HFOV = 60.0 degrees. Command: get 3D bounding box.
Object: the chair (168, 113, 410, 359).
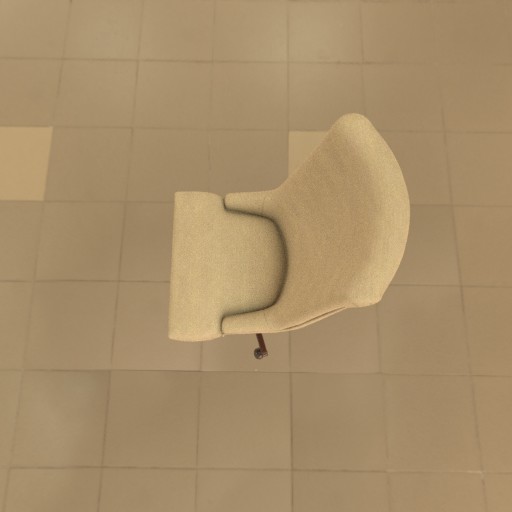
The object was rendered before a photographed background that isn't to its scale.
[{"bbox_3d":[0.000,0.000,1.466,0.696,1.010,0.645,0,76,0],"label":"chair"}]
